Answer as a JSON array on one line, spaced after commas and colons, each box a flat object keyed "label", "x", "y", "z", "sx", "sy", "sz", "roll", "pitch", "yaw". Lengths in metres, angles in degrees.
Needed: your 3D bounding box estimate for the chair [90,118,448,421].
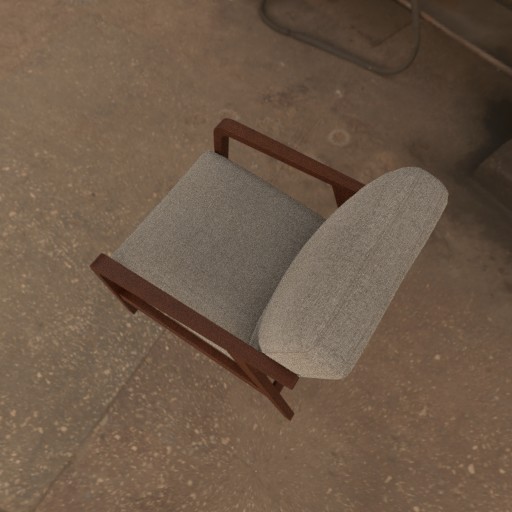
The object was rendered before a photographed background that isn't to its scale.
[{"label": "chair", "x": 0.000, "y": 0.000, "z": 1.487, "sx": 0.858, "sy": 0.847, "sz": 0.704, "roll": 31, "pitch": 68, "yaw": 14}]
